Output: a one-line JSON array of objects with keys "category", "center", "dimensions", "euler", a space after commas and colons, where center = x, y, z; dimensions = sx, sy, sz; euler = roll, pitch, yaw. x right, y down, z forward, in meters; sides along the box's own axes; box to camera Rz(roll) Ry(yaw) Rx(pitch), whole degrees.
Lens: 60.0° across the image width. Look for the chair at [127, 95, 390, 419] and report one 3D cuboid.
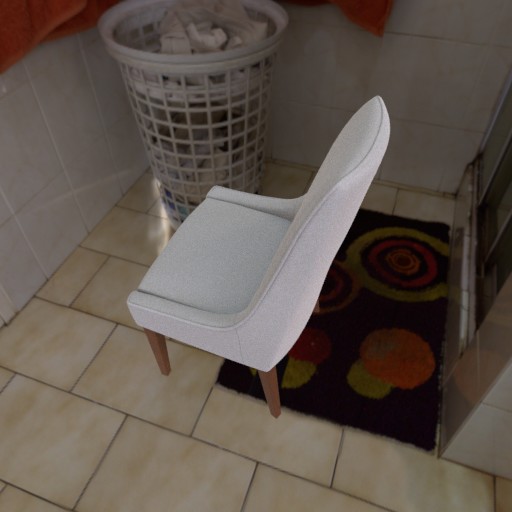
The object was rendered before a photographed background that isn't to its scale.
[{"category": "chair", "center": [0.000, 0.000, 1.222], "dimensions": [0.544, 0.861, 0.529], "euler": [16, 48, 15]}]
